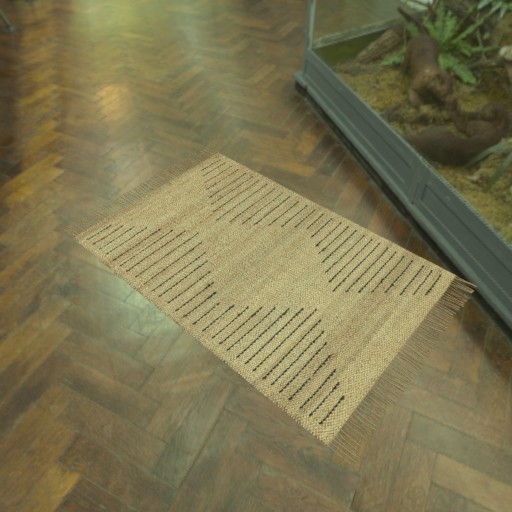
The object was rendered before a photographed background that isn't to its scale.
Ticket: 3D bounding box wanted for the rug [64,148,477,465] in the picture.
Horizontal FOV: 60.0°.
[{"bbox_3d":[0.000,0.000,2.520,2.085,0.027,1.224,32,54,28],"label":"rug"}]
